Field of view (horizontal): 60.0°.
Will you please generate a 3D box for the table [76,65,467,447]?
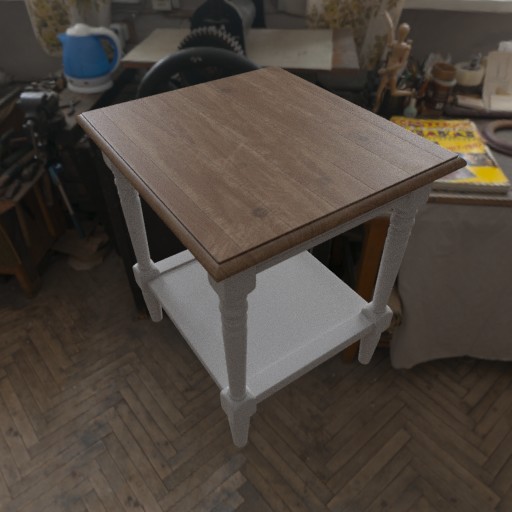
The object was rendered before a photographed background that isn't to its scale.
[{"bbox_3d":[0.000,0.000,0.935,0.457,0.561,0.508,-25,48,-25],"label":"table"}]
